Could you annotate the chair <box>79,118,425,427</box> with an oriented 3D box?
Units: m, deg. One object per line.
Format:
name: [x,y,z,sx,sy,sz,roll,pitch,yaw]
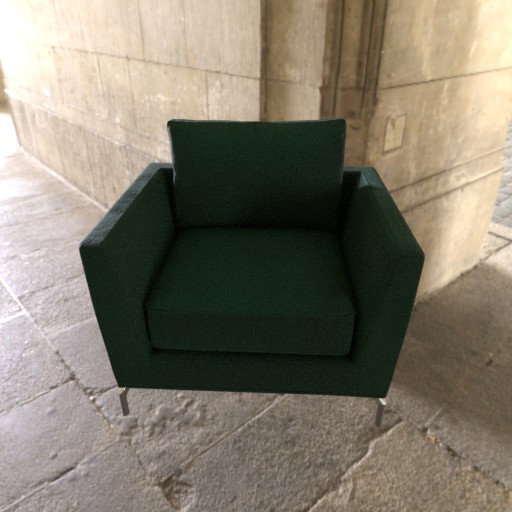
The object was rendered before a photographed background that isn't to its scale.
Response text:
chair: [0.000,0.000,1.794,1.047,0.997,0.852,1,29,3]
